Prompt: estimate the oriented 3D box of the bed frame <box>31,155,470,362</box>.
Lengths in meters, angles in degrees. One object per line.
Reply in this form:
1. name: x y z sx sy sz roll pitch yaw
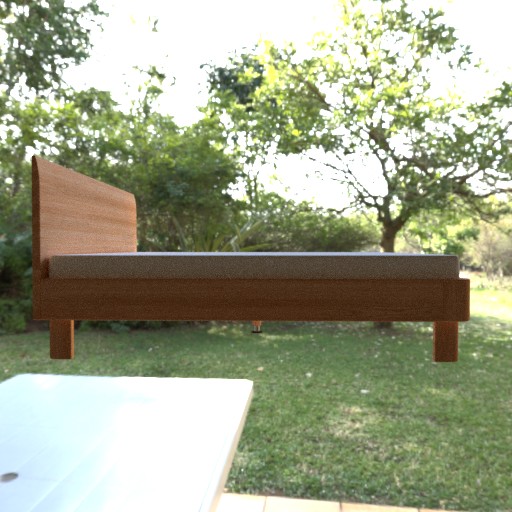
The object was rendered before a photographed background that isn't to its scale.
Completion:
1. bed frame: 0.000 0.000 2.720 1.992 0.940 1.472 0 1 2
